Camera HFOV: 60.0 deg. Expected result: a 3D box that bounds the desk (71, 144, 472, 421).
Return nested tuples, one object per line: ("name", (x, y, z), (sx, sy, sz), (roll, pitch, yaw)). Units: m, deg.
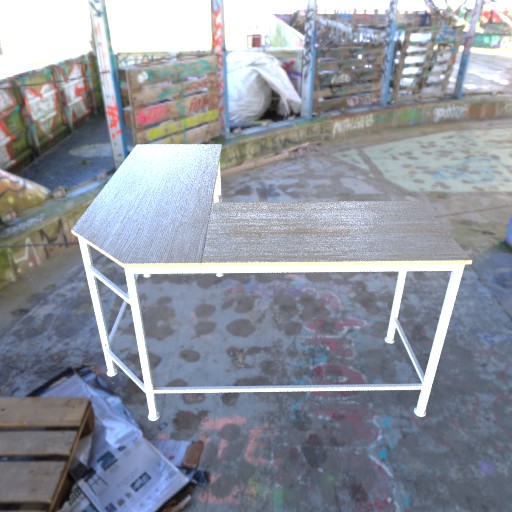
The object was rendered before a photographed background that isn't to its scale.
("desk", (0.000, 0.000, 2.209), (1.379, 0.739, 1.379), (-1, 30, -1))
